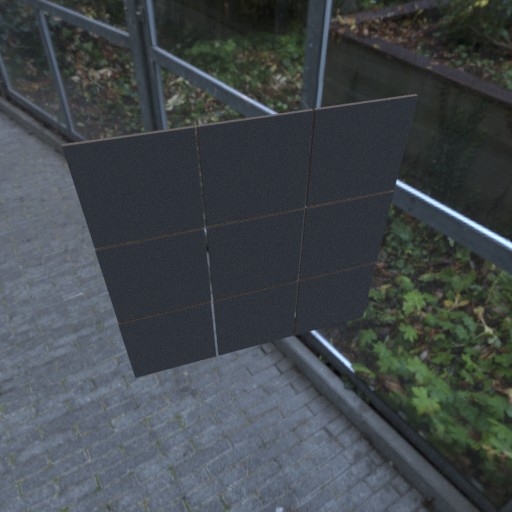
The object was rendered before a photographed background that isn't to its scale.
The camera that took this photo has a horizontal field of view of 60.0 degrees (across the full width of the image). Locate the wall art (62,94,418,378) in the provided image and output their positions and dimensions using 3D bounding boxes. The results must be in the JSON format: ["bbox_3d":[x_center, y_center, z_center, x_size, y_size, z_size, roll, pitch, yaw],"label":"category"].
[{"bbox_3d":[0.000,0.000,1.857,1.216,1.216,0.013,-12,43,-13],"label":"wall art"}]
